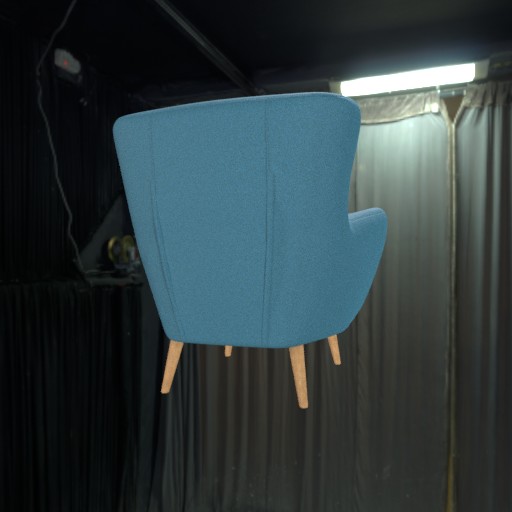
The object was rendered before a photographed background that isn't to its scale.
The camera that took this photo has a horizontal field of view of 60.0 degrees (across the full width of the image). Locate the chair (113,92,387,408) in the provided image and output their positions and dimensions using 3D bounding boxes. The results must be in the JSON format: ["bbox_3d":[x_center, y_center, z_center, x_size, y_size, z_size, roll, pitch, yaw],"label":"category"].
[{"bbox_3d":[0.000,0.000,1.605,0.890,0.889,0.889,0,-1,19],"label":"chair"}]
